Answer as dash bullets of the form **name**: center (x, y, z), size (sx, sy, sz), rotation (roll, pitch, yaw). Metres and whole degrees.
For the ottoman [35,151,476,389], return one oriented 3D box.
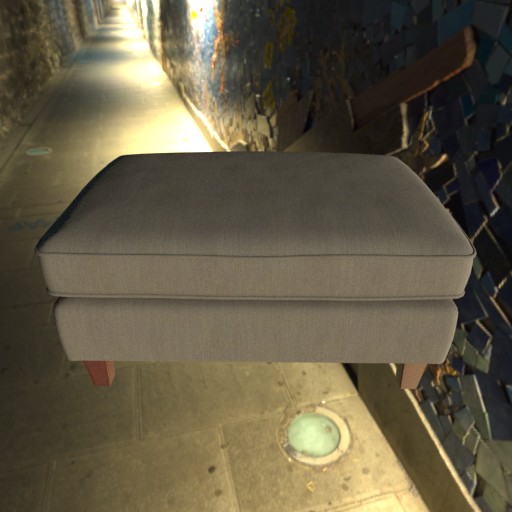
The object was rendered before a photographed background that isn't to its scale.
- **ottoman**: center (0.000, 0.000, 1.259), size (0.941, 0.480, 0.636), rotation (0, 31, 1)
